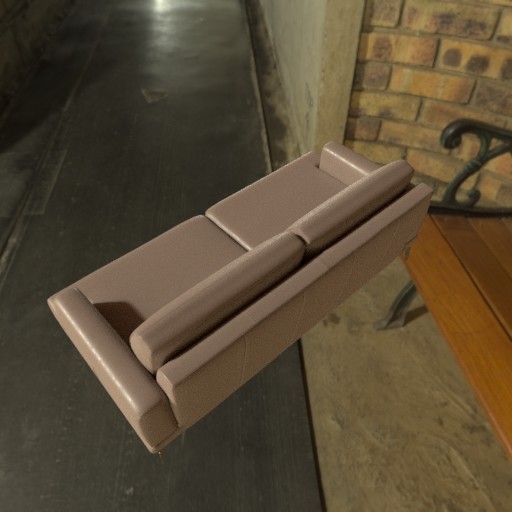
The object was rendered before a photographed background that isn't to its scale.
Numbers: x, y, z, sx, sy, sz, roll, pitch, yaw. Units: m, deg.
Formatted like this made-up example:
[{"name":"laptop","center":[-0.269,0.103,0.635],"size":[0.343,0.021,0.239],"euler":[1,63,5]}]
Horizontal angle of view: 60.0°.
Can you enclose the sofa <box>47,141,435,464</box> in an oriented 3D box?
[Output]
[{"name":"sofa","center":[0.000,0.000,2.363],"size":[1.940,0.765,0.974],"euler":[-33,56,-27]}]
